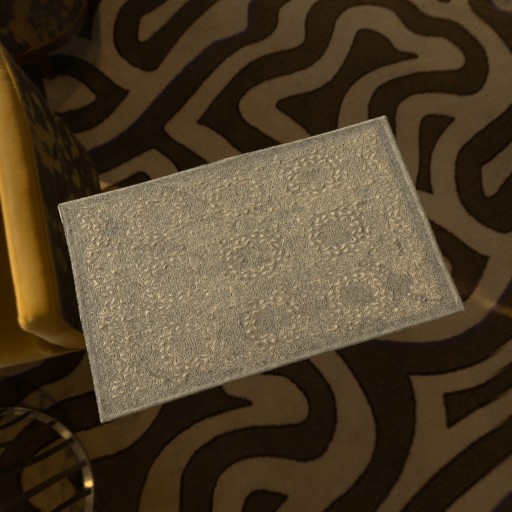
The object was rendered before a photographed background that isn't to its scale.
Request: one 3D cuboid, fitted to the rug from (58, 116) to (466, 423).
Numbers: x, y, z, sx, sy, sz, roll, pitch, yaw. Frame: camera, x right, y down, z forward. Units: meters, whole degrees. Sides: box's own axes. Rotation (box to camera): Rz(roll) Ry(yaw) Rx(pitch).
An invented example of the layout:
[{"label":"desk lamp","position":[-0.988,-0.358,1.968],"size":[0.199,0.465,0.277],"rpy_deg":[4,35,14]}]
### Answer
[{"label":"rug","position":[0.000,0.000,3.065],"size":[2.498,0.022,1.535],"rpy_deg":[-16,76,-4]}]
